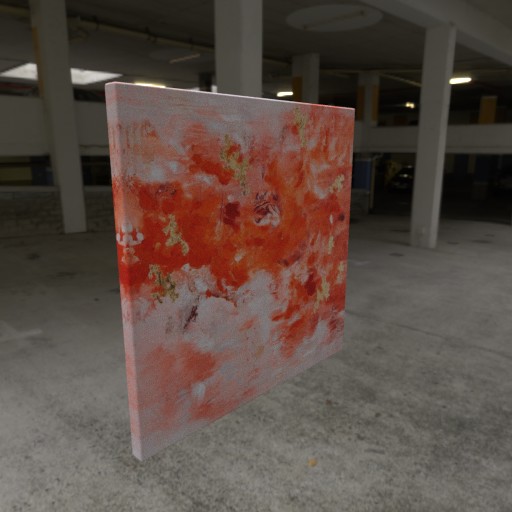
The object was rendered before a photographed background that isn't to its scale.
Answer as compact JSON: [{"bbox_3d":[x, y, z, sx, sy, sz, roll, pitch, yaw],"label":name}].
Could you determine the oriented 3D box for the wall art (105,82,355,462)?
[{"bbox_3d":[0.000,0.000,1.115,0.064,0.746,0.747,13,19,43],"label":"wall art"}]
